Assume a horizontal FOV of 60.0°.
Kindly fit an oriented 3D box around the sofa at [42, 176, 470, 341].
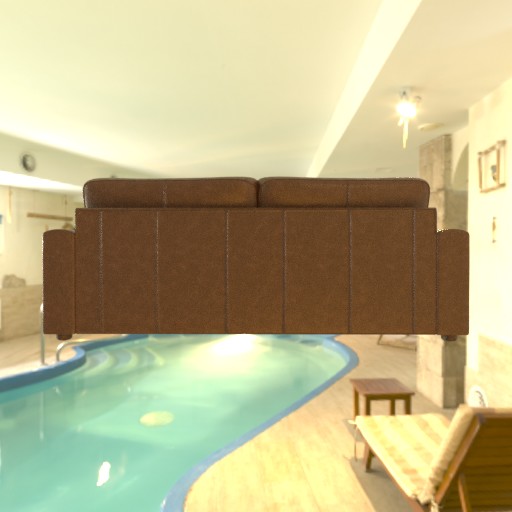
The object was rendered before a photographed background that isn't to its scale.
[{"bbox_3d":[0.000,0.000,2.751,2.179,0.873,1.016,0,1,1],"label":"sofa"}]
